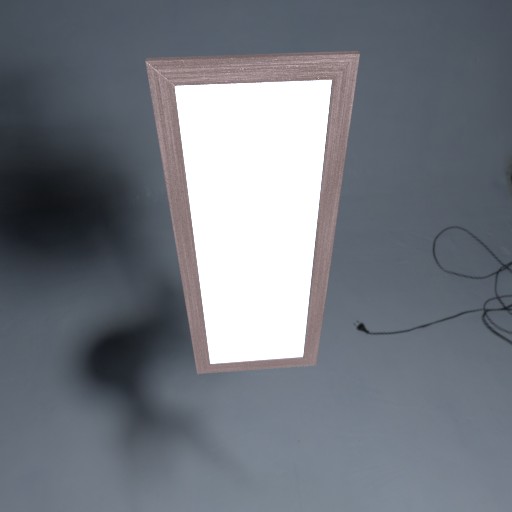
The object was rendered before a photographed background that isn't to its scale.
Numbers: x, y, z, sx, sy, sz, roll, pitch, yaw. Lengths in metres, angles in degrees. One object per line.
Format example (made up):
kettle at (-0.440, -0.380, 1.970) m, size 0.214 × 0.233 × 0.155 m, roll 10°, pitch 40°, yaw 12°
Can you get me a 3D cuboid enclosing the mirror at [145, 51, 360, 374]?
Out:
mirror at (0.000, 0.000, 2.353) m, size 0.812 × 2.020 × 0.221 m, roll -3°, pitch 47°, yaw -3°
